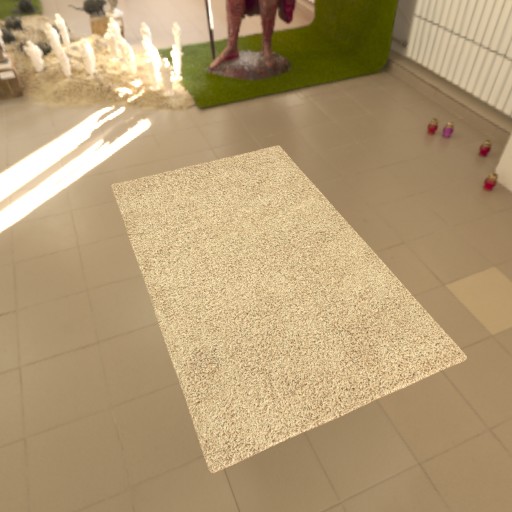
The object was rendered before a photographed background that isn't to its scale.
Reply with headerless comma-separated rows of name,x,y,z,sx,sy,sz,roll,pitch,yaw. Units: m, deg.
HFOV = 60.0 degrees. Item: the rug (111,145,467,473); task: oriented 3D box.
rug,0.000,0.000,3.049,1.524,0.030,2.438,-17,48,-16
